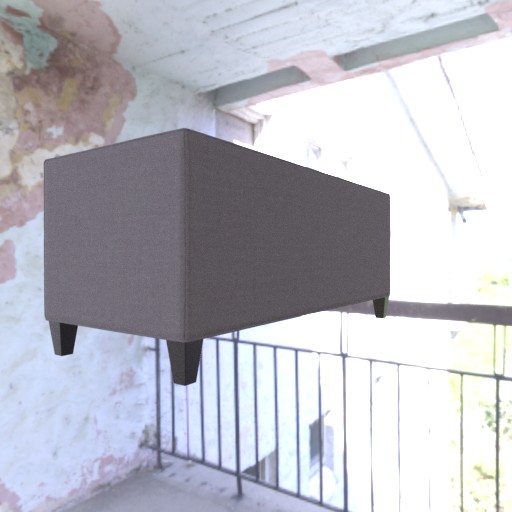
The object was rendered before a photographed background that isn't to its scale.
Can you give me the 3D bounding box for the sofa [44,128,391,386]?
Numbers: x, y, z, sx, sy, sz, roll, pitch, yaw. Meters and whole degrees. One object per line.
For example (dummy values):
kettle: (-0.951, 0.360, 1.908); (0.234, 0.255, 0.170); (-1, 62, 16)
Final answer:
sofa: (0.000, 0.000, 2.222); (0.775, 0.762, 1.778); (0, 0, 36)
